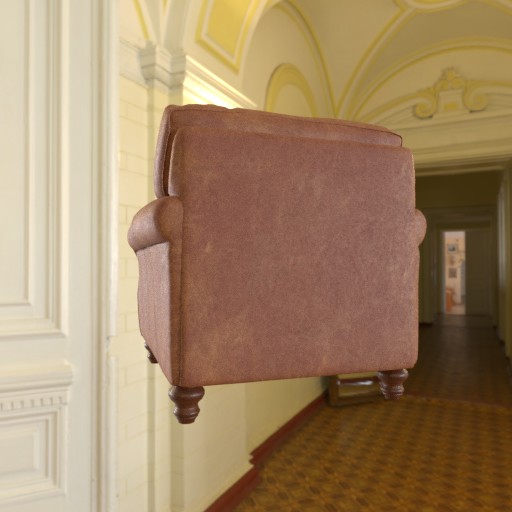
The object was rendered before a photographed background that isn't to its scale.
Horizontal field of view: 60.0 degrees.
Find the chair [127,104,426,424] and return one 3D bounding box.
[{"bbox_3d":[0.000,0.000,1.775,0.983,0.962,0.986,0,-1,-19],"label":"chair"}]
